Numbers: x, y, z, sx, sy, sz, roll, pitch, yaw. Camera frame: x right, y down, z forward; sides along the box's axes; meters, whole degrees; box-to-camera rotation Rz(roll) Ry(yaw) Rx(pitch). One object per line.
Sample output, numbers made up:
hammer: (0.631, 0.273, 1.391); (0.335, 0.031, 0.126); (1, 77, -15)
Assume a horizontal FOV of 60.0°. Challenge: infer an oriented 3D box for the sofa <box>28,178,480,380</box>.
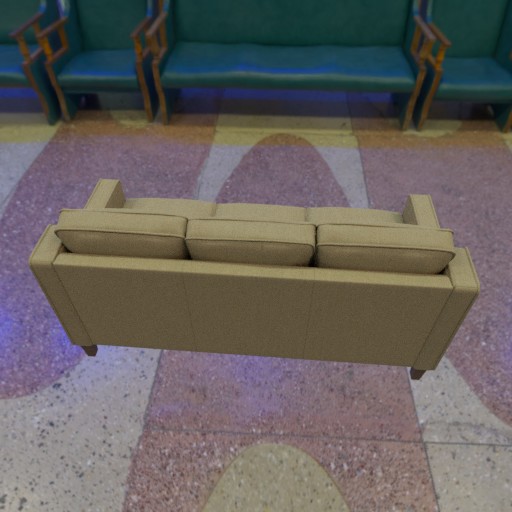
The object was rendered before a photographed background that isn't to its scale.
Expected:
sofa: (0.000, 0.000, 2.480); (1.986, 0.974, 0.911); (3, 46, 3)
